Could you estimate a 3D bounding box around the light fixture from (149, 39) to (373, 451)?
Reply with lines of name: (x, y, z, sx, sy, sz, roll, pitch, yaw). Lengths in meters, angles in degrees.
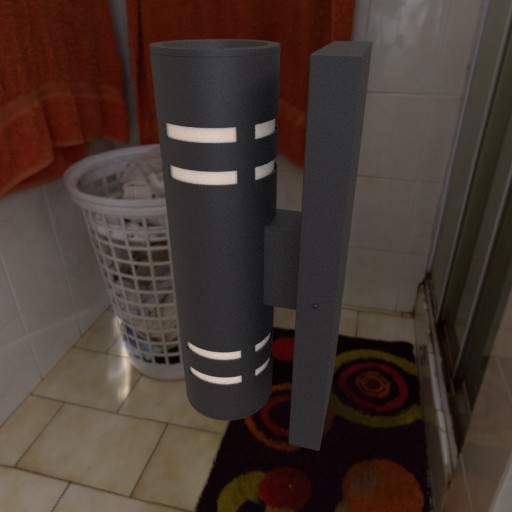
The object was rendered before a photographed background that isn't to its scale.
light fixture: (0.000, 0.000, 0.383, 0.149, 0.330, 0.105, 8, 31, 14)
